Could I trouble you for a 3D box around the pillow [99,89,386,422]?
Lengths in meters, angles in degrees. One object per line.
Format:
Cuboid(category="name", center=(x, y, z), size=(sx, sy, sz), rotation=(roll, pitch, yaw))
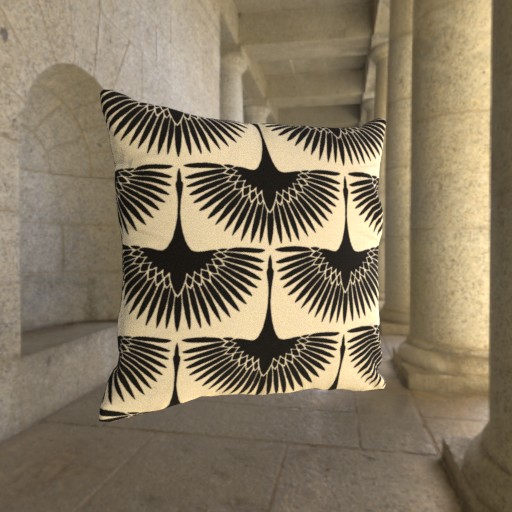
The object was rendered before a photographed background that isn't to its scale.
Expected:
Cuboid(category="pillow", center=(0.000, 0.000, 0.642), size=(0.432, 0.432, 0.139), rotation=(0, 1, -18))
